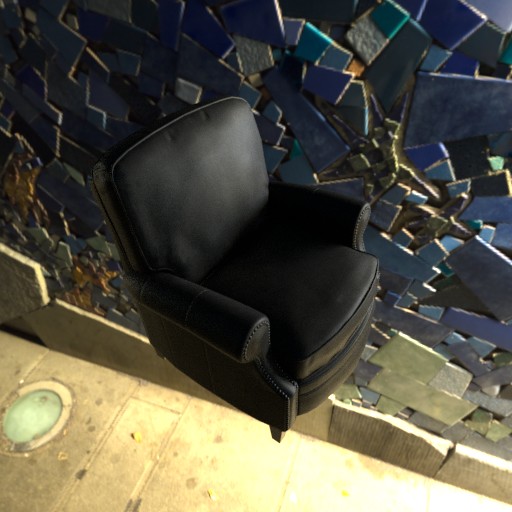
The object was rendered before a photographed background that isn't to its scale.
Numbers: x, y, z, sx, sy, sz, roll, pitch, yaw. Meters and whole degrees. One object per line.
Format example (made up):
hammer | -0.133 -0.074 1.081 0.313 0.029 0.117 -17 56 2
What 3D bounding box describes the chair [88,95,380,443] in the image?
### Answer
chair | 0.000 0.000 1.773 0.986 1.018 0.936 25 47 26
